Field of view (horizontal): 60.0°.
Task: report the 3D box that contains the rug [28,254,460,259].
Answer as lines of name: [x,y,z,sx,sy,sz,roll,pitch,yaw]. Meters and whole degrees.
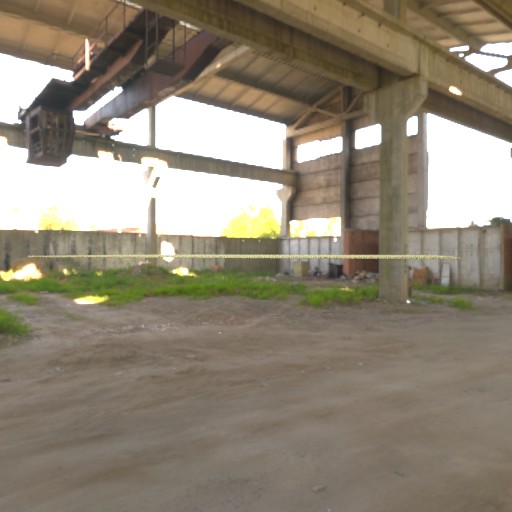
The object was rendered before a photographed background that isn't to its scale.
rug: [0.000,0.000,2.216,1.747,0.006,1.143,0,1,18]
